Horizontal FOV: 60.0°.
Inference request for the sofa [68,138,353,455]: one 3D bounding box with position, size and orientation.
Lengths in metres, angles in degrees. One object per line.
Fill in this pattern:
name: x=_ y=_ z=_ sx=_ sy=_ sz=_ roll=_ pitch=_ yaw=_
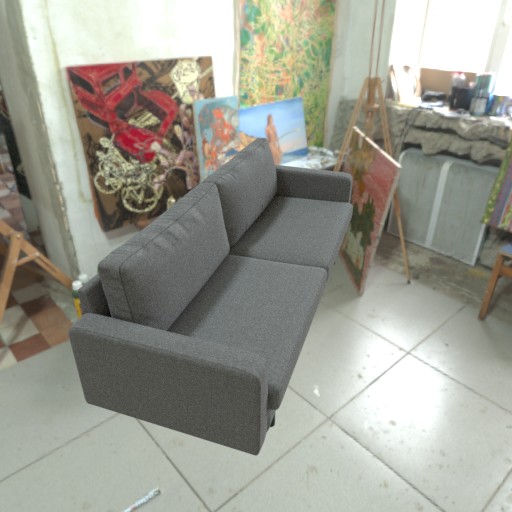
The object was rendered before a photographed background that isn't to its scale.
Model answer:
sofa: x=0.000 y=0.000 z=2.658 sx=0.880 sy=0.880 sz=2.200 roll=10 pitch=32 yaw=17
